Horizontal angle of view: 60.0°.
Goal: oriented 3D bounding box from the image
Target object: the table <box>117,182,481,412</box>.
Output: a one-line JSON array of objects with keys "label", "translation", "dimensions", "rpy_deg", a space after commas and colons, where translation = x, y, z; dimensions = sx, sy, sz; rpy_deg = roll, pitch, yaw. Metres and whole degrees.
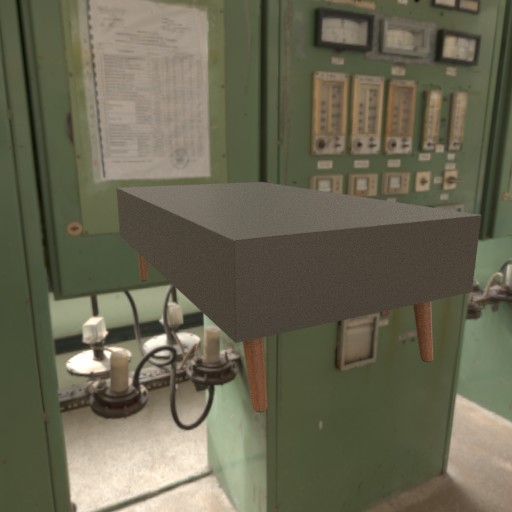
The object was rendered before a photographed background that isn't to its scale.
[{"label": "table", "translation": [0.000, 0.000, 1.545], "dimensions": [0.703, 0.404, 1.201], "rpy_deg": [-7, 16, -26]}]
